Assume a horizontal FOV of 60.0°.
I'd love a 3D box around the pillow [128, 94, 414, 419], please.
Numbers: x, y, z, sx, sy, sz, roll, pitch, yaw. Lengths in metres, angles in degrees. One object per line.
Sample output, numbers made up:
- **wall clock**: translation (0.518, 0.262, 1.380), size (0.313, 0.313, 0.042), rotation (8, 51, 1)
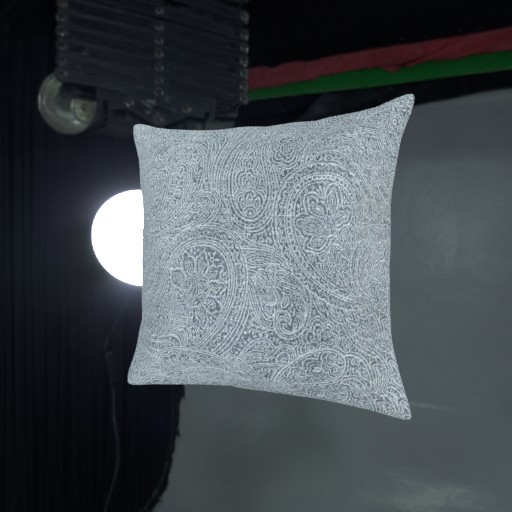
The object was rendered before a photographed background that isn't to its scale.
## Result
- **pillow**: translation (0.000, 0.000, 0.780), size (0.523, 0.510, 0.166), rotation (0, 1, 19)
